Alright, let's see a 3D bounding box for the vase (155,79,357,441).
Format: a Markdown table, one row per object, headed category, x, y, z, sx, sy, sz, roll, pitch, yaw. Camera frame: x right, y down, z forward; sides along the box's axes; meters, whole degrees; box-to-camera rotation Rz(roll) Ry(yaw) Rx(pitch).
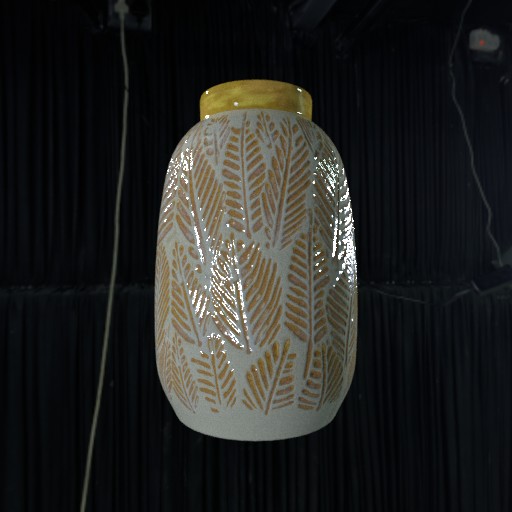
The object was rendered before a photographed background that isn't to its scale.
| category | x | y | z | sx | sy | sz | roll | pitch | yaw |
| --- | --- | --- | --- | --- | --- | --- | --- | --- | --- |
| vase | 0.000 | 0.000 | 0.386 | 0.172 | 0.270 | 0.172 | 0 | 0 | 0 |
